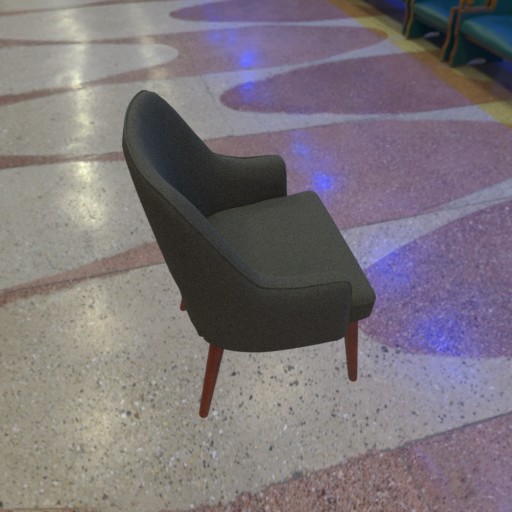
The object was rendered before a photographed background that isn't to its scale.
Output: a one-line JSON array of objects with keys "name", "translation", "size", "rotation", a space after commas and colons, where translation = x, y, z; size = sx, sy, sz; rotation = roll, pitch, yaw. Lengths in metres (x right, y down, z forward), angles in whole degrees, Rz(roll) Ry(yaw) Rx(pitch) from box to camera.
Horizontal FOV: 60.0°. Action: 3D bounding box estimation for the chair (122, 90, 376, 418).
[{"name": "chair", "translation": [0.000, 0.000, 1.223], "size": [0.560, 0.838, 0.559], "rotation": [-11, 47, -10]}]
